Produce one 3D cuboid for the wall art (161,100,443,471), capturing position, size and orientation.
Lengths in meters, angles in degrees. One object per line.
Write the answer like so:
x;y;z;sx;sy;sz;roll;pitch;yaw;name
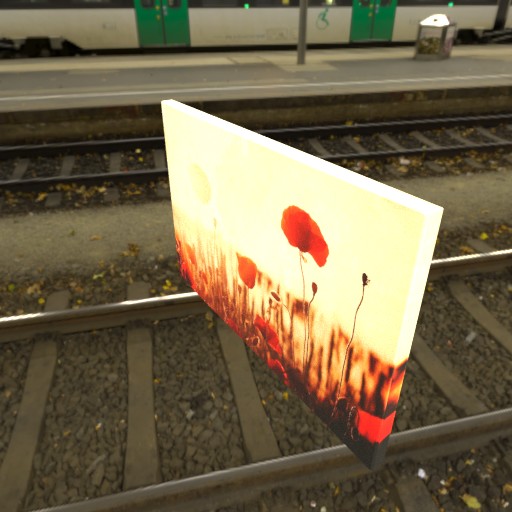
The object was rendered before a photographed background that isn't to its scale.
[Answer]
0.000;0.000;1.117;0.038;0.602;0.918;-19;36;-29;wall art
